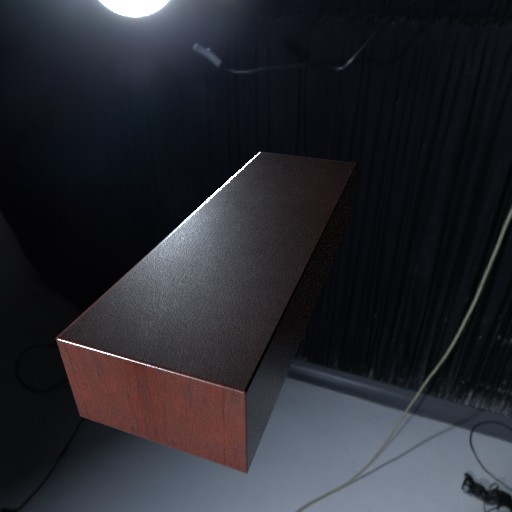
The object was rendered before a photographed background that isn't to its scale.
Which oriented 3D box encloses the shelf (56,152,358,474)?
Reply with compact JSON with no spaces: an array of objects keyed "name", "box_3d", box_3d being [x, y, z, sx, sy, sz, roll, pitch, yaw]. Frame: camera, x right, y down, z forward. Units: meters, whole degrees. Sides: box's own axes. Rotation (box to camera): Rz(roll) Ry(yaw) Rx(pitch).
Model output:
[{"name":"shelf","box_3d":[0.000,0.000,0.515,0.152,0.088,0.457,11,33,17]}]
